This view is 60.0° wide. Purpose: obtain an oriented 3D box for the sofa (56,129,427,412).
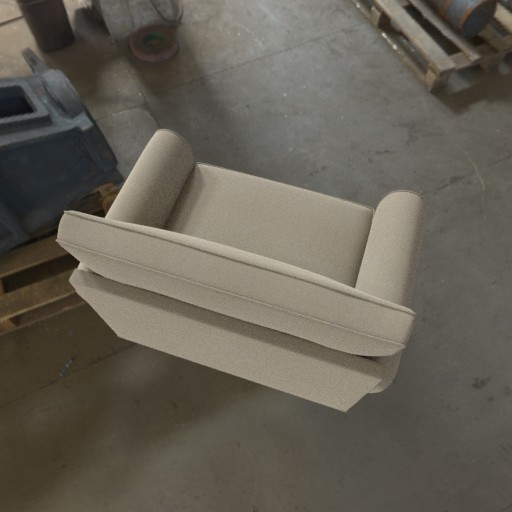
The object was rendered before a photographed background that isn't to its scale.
[{"bbox_3d":[0.000,0.000,2.076,1.405,1.006,0.937,16,64,8],"label":"sofa"}]
